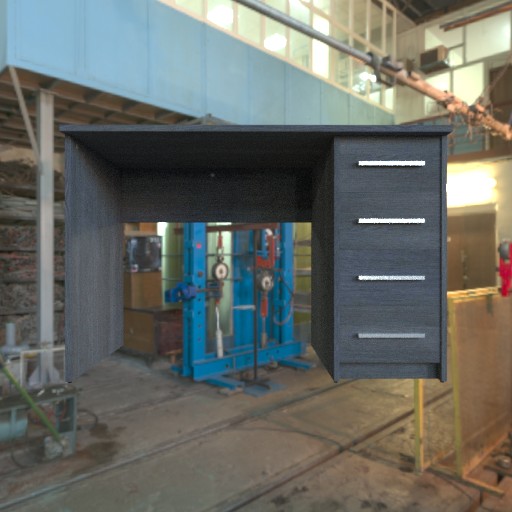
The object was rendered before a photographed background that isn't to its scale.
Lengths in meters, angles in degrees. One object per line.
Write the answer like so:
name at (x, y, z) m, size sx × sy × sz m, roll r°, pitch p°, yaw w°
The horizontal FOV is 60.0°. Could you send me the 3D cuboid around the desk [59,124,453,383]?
desk at (0.000, 0.000, 1.511) m, size 1.096 × 0.730 × 0.560 m, roll 0°, pitch 0°, yaw 0°
